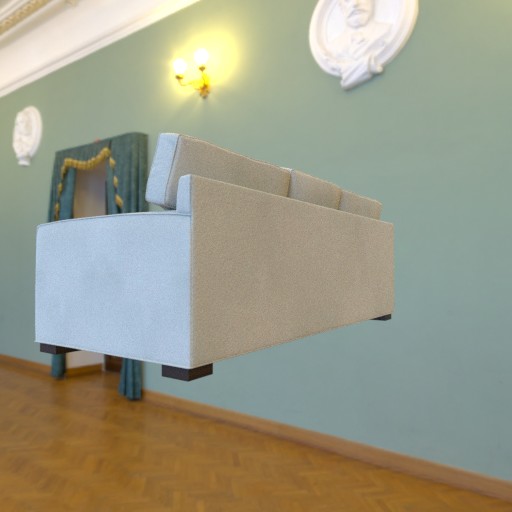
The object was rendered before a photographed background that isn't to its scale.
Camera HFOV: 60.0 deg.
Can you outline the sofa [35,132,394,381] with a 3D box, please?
[{"bbox_3d":[0.000,0.000,2.539,0.935,0.862,2.088,-1,-2,35],"label":"sofa"}]
